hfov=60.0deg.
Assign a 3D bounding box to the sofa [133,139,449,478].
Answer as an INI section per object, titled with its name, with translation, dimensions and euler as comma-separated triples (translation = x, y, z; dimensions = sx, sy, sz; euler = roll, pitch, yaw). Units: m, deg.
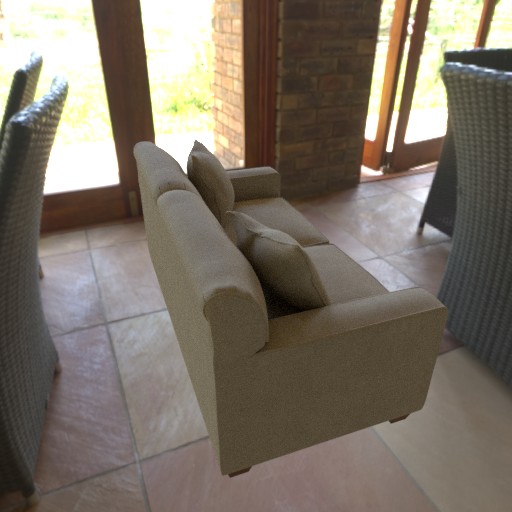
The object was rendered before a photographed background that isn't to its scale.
[sofa]
translation = 0.000, 0.000, 2.392
dimensions = 0.998, 0.958, 1.846
euler = -10, 31, -18
